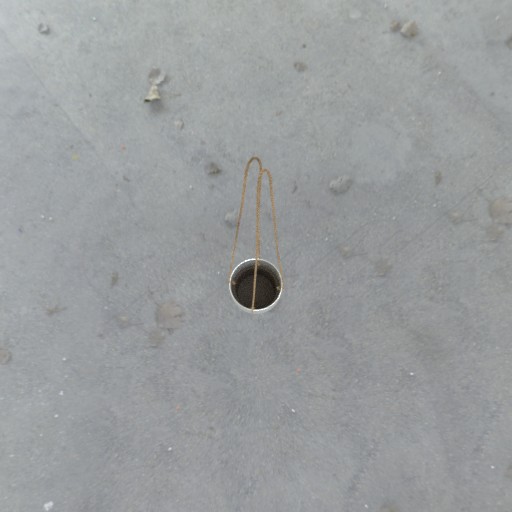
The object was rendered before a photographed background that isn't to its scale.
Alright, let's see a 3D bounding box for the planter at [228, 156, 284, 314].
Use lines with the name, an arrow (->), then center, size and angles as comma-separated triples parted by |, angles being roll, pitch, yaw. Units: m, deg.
planter -> 0.000, 0.000, 1.180 | 0.187, 1.073, 0.187 | -37, 78, -9
